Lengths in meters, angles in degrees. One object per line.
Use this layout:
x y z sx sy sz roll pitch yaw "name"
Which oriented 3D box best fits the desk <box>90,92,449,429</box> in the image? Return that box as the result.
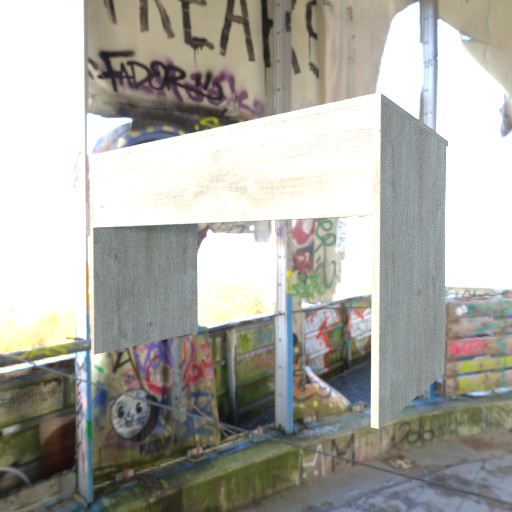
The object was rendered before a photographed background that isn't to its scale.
0.000 0.000 1.514 1.100 0.730 0.560 1 2 37 "desk"
